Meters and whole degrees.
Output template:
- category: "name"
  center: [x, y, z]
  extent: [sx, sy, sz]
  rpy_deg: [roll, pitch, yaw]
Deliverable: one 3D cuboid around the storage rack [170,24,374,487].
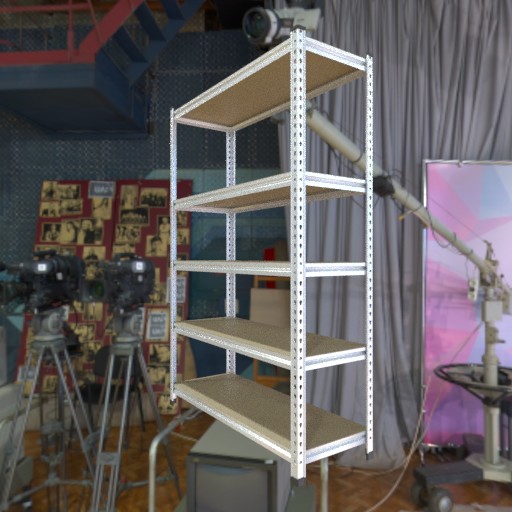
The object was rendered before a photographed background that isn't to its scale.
- category: "storage rack"
  center: [0.000, 0.000, 2.375]
  extent: [0.457, 1.829, 1.219]
  rpy_deg: [0, 0, -35]
